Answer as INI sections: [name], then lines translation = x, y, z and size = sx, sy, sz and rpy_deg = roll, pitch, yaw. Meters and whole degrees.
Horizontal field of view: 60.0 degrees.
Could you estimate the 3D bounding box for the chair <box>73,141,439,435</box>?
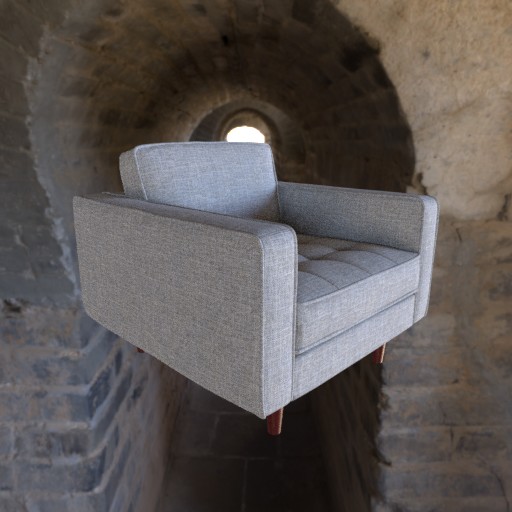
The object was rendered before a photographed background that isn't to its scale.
[chair]
translation = 0.000, 0.000, 1.534
size = 0.914, 0.765, 0.889
rpy_deg = 14, 21, 43
